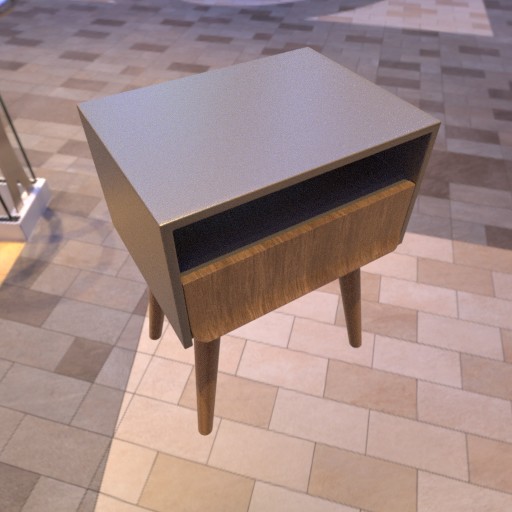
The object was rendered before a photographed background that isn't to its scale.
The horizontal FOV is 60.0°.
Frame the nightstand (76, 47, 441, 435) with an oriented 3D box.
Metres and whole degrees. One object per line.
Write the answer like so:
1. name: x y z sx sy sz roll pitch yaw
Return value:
1. nightstand: 0.000 0.000 0.735 0.370 0.508 0.288 -23 50 -21
